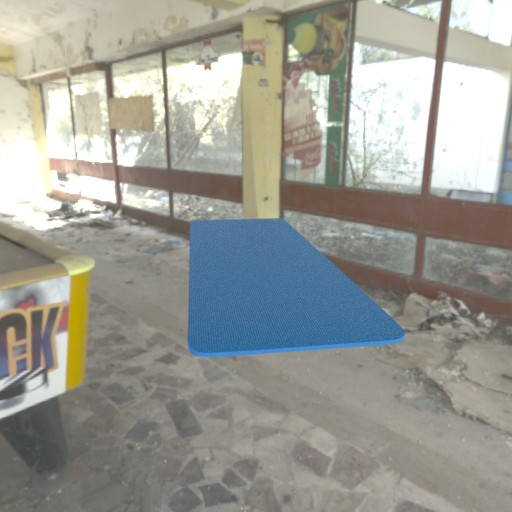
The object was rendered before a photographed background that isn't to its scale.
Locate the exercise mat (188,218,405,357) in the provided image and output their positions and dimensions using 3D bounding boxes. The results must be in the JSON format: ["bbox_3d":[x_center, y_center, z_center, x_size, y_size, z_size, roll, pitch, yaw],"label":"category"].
[{"bbox_3d":[0.000,0.000,2.071,0.616,0.021,1.869,-2,15,-8],"label":"exercise mat"}]
